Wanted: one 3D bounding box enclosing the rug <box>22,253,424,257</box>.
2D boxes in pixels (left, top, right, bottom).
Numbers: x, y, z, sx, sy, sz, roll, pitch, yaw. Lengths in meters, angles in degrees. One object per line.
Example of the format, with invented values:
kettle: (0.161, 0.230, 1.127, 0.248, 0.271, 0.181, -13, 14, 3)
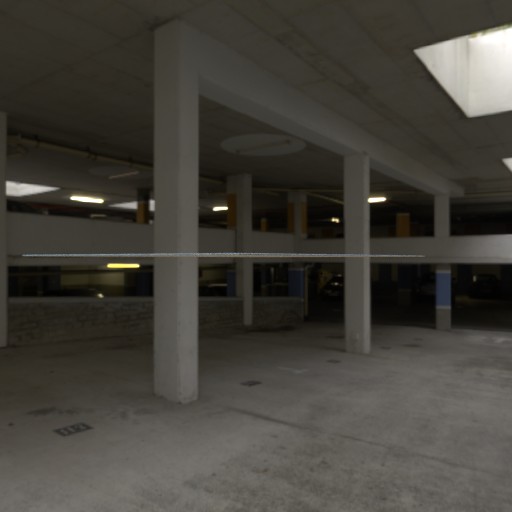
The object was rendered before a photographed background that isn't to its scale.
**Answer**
rug: (0.000, 0.000, 2.919, 1.522, 0.006, 2.286, 0, 0, 36)
